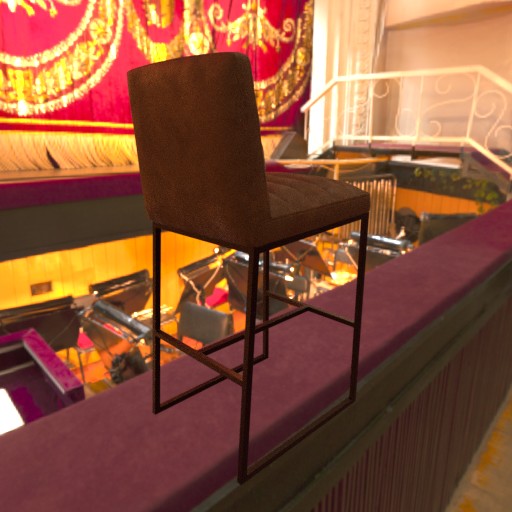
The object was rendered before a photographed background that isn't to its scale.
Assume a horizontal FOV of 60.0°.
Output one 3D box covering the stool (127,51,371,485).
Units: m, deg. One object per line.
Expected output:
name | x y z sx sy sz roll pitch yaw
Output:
stool | 0.000 0.000 1.354 0.562 1.065 0.463 -15 22 -42
